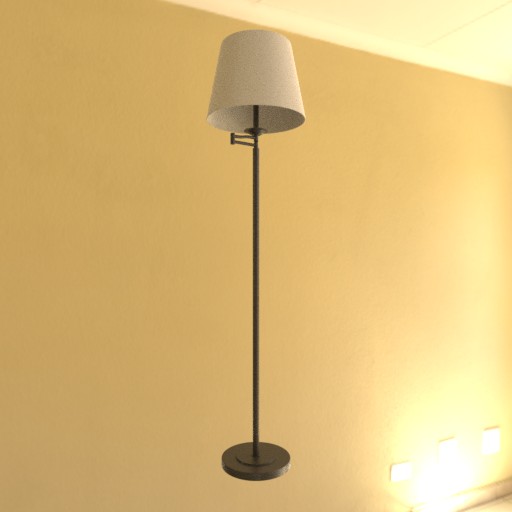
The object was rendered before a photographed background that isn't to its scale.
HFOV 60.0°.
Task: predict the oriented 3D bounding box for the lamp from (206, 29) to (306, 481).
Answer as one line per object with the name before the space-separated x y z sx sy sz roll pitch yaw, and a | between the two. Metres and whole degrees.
lamp | 0.000 0.000 1.567 0.348 1.473 0.348 0 0 -35
